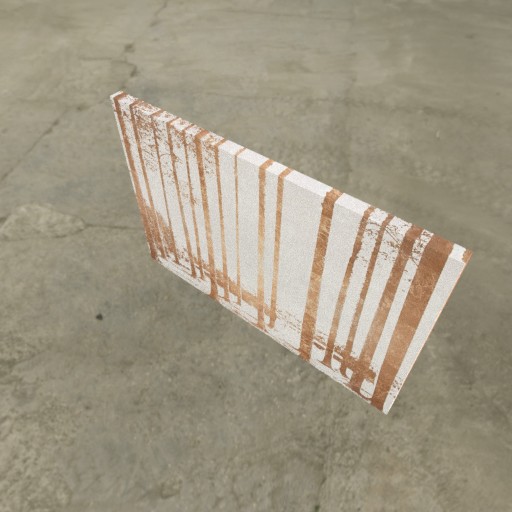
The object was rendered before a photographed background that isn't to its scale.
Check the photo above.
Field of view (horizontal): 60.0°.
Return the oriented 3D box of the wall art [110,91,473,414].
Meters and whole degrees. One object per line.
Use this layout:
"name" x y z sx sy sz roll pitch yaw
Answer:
"wall art" 0.000 0.000 1.161 0.914 0.609 0.035 30 54 25
